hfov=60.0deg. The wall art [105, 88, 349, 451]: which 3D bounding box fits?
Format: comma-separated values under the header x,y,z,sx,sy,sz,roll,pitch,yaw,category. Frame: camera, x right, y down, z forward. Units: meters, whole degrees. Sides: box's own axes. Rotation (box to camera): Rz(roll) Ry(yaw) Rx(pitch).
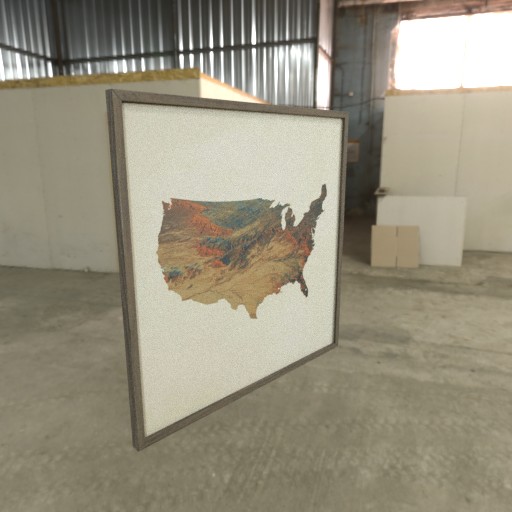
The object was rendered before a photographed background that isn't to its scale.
x,y,z,sx,sy,sz,roll,pitch,yaw,category
0.000,0.000,0.776,0.508,0.507,0.016,-13,19,-43,wall art
